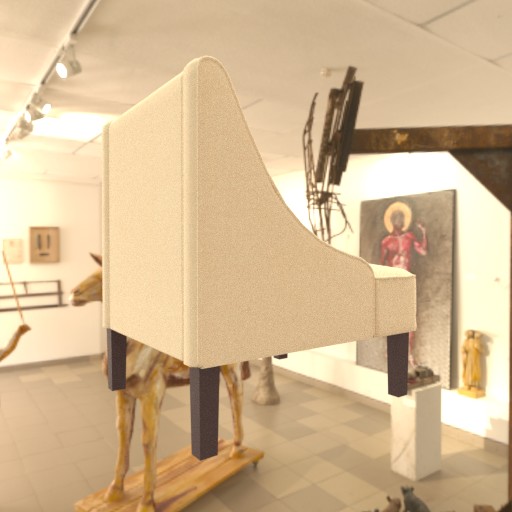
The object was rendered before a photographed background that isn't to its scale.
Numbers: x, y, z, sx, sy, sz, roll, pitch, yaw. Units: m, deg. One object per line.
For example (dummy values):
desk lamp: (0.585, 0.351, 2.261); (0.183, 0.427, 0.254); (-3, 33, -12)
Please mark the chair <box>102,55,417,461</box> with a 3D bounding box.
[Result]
chair: (0.000, 0.000, 1.449); (0.806, 0.886, 0.689); (-1, 1, -36)
